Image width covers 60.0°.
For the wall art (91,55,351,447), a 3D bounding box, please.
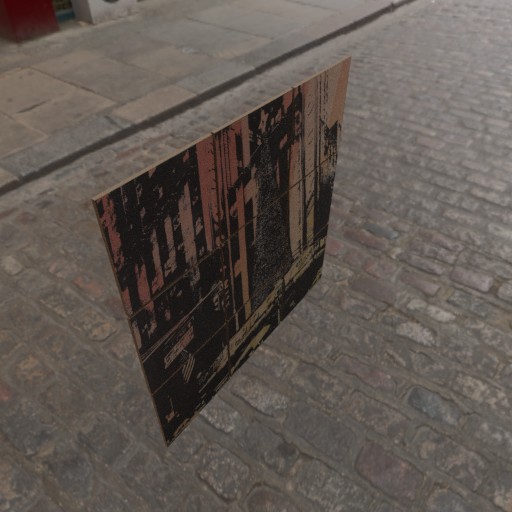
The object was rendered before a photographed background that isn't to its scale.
[{"bbox_3d":[0.000,0.000,2.207,0.017,1.521,1.527,27,48,27],"label":"wall art"}]
